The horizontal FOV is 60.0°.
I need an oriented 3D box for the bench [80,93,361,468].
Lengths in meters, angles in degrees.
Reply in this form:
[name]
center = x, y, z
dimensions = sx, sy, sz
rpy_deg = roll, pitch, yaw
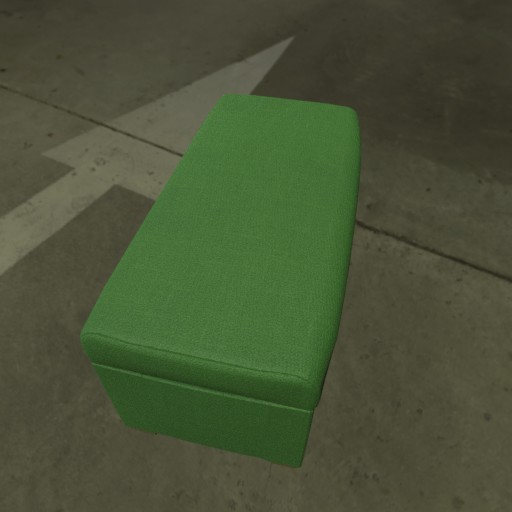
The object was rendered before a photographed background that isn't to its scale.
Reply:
[bench]
center = 0.000, 0.000, 1.277
dimensions = 0.505, 0.501, 0.989
rpy_deg = 10, 48, 9
